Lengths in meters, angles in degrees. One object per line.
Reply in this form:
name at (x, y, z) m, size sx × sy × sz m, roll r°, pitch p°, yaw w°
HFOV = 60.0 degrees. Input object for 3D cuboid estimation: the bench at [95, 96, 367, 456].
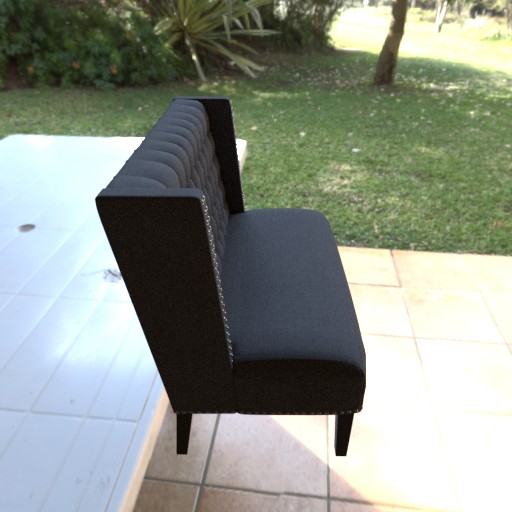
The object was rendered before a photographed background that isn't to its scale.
bench at (0.000, 0.000, 1.990) m, size 0.842 × 1.121 × 1.276 m, roll 0°, pitch 31°, yaw 1°
